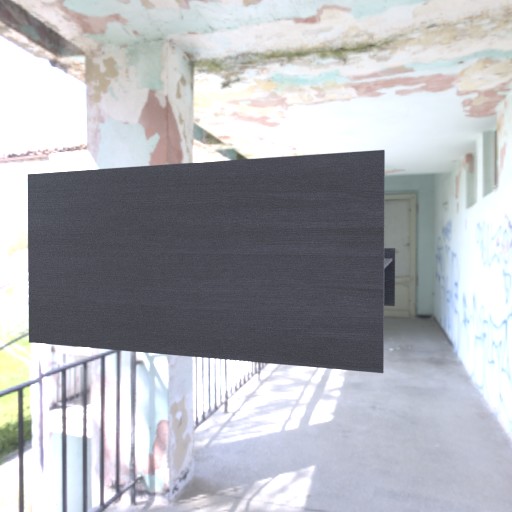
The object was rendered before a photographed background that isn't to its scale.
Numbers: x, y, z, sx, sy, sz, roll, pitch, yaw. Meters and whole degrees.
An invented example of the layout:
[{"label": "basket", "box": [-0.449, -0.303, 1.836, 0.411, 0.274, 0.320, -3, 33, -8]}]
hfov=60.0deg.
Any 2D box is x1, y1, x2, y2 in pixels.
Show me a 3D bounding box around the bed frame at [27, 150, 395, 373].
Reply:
[{"label": "bed frame", "box": [0.000, 0.000, 2.771, 1.622, 0.800, 1.960, 0, 1, 19]}]
